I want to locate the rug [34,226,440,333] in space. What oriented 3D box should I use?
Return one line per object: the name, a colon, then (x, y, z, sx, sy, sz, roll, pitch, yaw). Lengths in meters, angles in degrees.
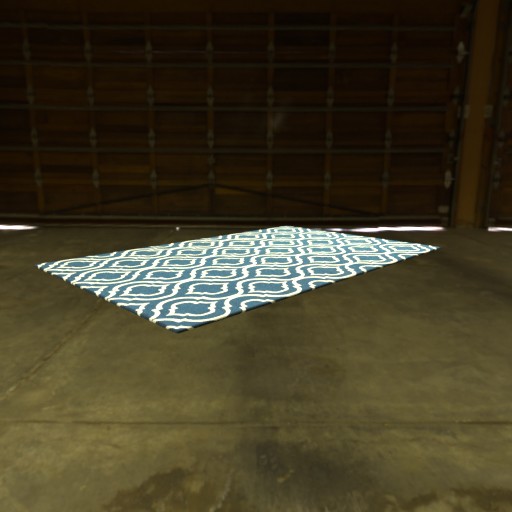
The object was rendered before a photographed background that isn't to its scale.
rug: (0.000, 0.000, 2.249, 1.753, 0.010, 1.143, -12, 17, -43)
